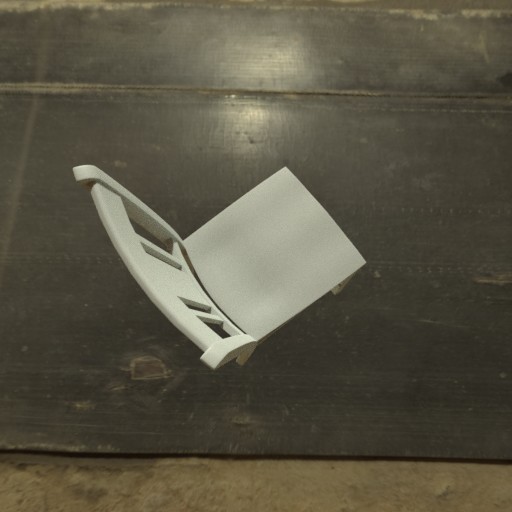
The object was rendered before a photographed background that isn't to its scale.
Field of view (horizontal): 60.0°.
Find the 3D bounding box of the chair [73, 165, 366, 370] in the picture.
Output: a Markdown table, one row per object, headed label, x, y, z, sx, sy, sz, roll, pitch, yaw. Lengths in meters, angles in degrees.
| label | x | y | z | sx | sy | sz | roll | pitch | yaw |
| --- | --- | --- | --- | --- | --- | --- | --- | --- | --- |
| chair | 0.000 | 0.000 | 1.287 | 0.555 | 0.998 | 0.450 | -36 | 77 | -9 |
